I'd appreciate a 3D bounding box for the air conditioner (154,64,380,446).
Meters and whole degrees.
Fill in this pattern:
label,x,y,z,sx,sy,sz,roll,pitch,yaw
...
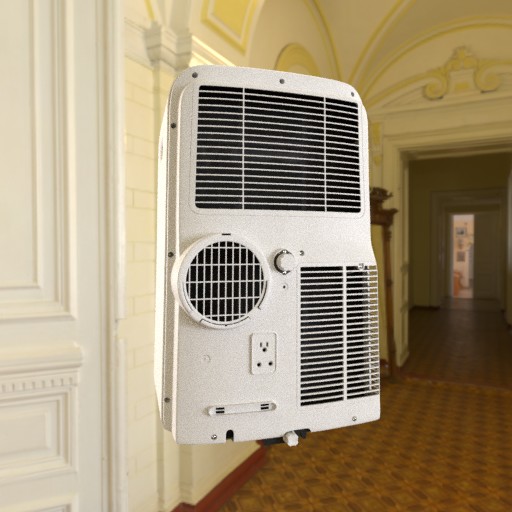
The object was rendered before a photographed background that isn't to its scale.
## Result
label,x,y,z,sx,sy,sz,roll,pitch,yaw
air conditioner,0.000,0.000,1.072,0.478,0.765,0.467,0,1,-18
